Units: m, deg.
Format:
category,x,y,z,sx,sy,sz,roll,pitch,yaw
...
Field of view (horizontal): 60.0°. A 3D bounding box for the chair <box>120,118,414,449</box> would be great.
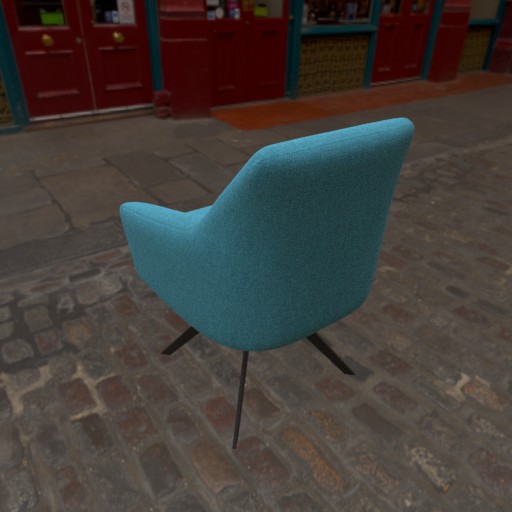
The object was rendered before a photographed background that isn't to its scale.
category,x,y,z,sx,sy,sz,roll,pitch,yaw
chair,0.000,0.000,1.320,0.642,0.874,0.677,-20,36,-30
